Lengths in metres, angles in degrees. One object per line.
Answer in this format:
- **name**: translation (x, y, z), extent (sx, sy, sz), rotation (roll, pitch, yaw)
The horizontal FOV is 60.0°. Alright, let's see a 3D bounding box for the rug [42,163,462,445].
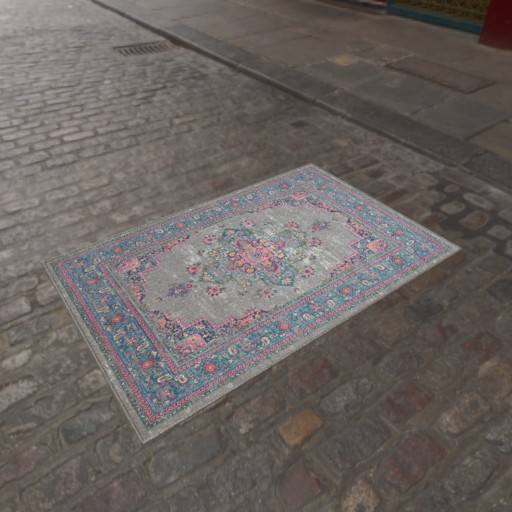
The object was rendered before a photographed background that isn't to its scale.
- **rug**: translation (0.000, 0.000, 2.194), extent (1.748, 0.014, 1.144), rotation (-25, 45, -27)
